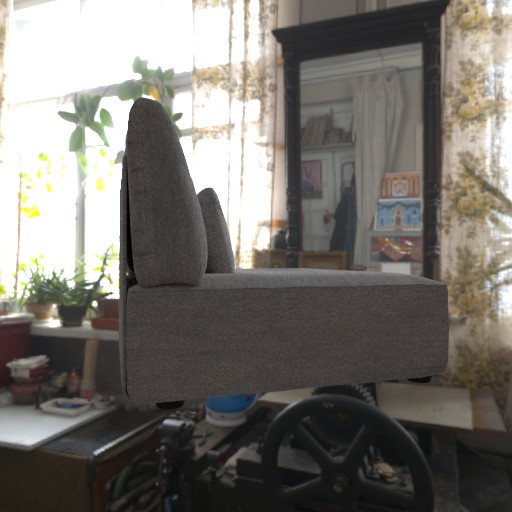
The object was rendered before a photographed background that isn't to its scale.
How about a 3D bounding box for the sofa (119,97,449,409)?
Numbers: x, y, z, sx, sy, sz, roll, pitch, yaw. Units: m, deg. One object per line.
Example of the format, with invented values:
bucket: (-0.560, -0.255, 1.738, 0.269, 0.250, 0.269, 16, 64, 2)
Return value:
sofa: (0.000, 0.000, 1.708, 1.000, 0.820, 0.930, 0, 0, -18)
